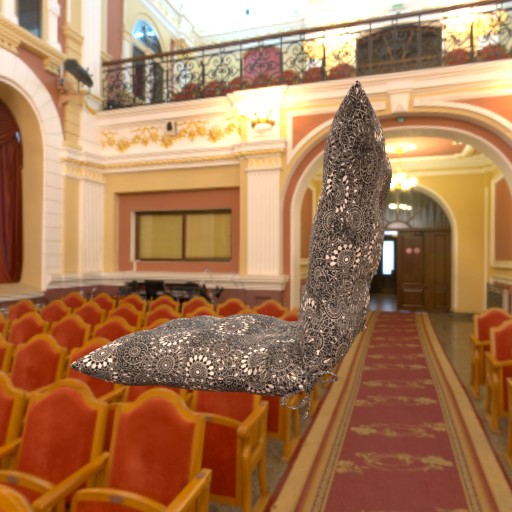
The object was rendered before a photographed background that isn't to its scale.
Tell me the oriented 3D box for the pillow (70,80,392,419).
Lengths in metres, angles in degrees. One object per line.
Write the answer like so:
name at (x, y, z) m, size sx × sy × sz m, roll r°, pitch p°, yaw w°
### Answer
pillow at (0.000, 0.000, 0.994) m, size 0.585 × 0.536 × 0.541 m, roll 0°, pitch -1°, yaw 18°
